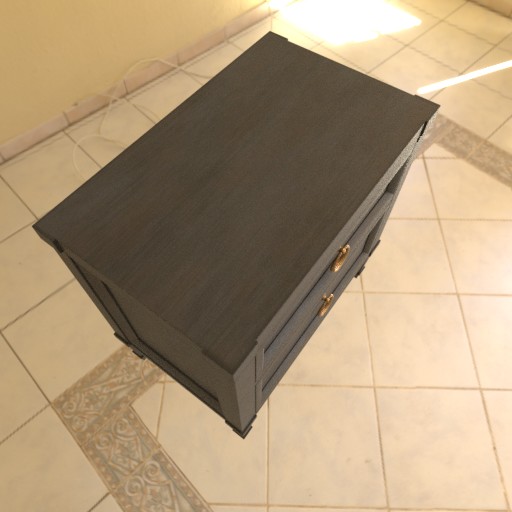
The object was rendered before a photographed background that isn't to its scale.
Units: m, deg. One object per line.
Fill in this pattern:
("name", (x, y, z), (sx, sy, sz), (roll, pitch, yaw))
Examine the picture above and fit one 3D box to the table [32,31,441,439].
("table", (0.000, 0.000, 1.069), (0.413, 0.660, 0.660), (32, 64, 18))
